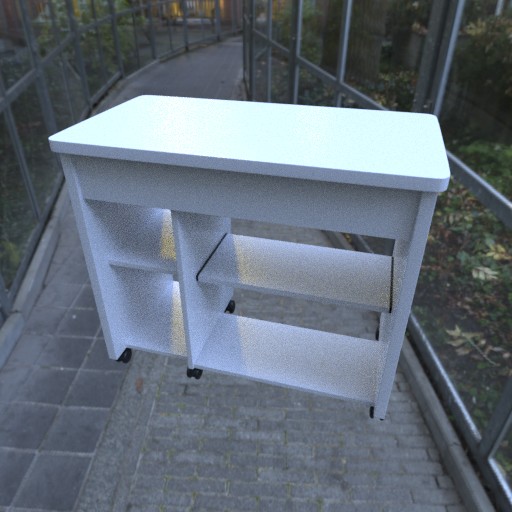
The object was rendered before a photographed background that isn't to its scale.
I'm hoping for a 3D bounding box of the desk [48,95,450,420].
[{"bbox_3d":[0.000,0.000,1.302,0.877,0.763,0.475,9,33,13],"label":"desk"}]
